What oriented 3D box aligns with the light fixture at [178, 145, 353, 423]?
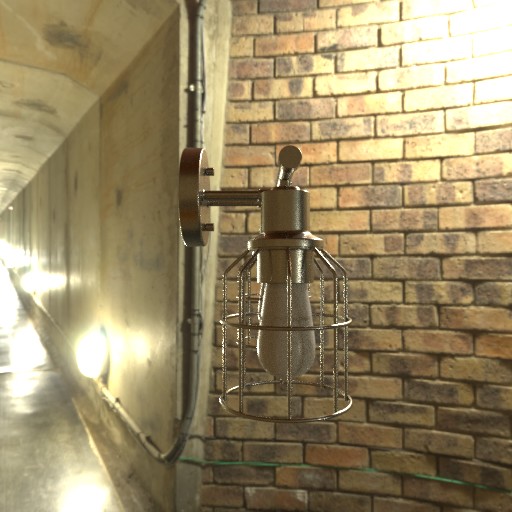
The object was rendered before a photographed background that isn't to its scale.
[{"bbox_3d":[0.000,0.000,0.526,0.165,0.254,0.406,0,-1,0],"label":"light fixture"}]
